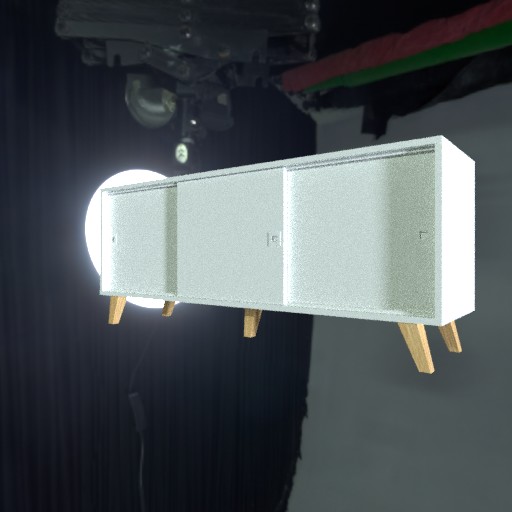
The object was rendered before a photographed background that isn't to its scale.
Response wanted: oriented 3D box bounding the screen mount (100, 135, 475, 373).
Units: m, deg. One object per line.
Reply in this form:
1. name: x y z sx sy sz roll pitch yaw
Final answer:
1. screen mount: 0.000 0.000 1.739 1.490 0.619 0.400 0 0 37
